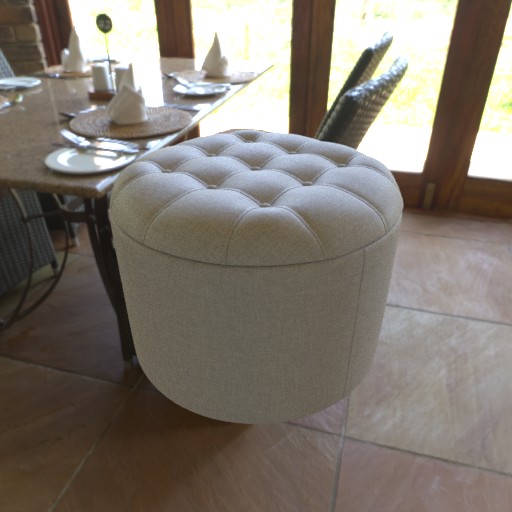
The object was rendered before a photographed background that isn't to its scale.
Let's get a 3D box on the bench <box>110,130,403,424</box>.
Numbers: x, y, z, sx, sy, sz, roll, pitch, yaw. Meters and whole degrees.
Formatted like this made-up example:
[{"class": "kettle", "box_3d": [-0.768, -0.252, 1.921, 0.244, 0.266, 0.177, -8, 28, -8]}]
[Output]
[{"class": "bench", "box_3d": [0.000, 0.000, 1.017, 0.600, 0.453, 0.600, 0, 31, 0]}]
